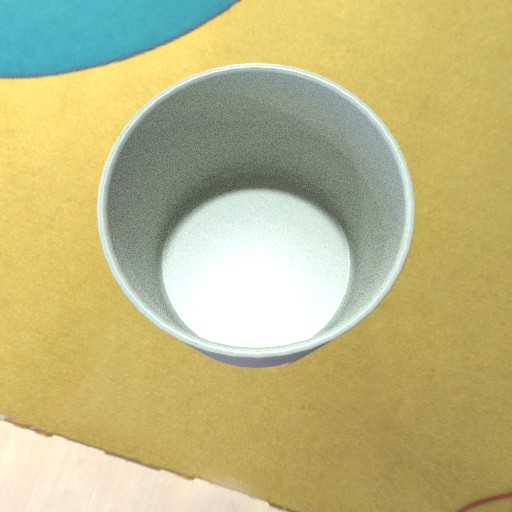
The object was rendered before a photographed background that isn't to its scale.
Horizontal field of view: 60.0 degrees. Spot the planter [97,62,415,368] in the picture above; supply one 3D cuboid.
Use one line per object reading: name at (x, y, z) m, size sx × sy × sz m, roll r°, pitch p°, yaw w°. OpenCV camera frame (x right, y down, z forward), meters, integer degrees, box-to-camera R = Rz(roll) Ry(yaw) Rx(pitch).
planter at (0.000, 0.000, 0.394) m, size 0.192 × 0.263 × 0.192 m, roll 0°, pitch 74°, yaw 0°
